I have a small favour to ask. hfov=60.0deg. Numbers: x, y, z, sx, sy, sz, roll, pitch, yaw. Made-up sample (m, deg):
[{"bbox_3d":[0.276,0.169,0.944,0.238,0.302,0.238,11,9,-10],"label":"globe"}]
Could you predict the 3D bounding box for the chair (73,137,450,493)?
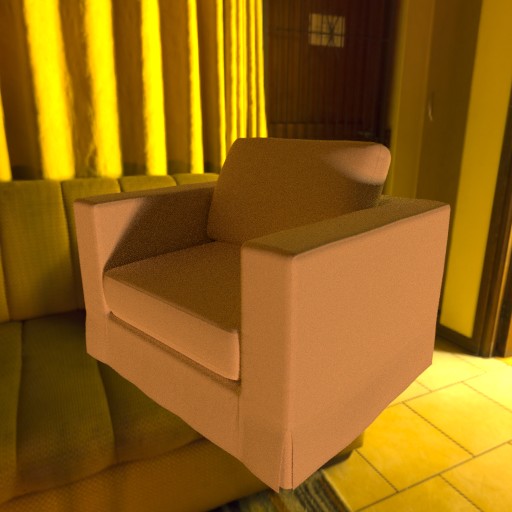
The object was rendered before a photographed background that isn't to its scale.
[{"bbox_3d":[0.000,0.000,1.735,1.150,0.878,0.957,16,23,41],"label":"chair"}]
